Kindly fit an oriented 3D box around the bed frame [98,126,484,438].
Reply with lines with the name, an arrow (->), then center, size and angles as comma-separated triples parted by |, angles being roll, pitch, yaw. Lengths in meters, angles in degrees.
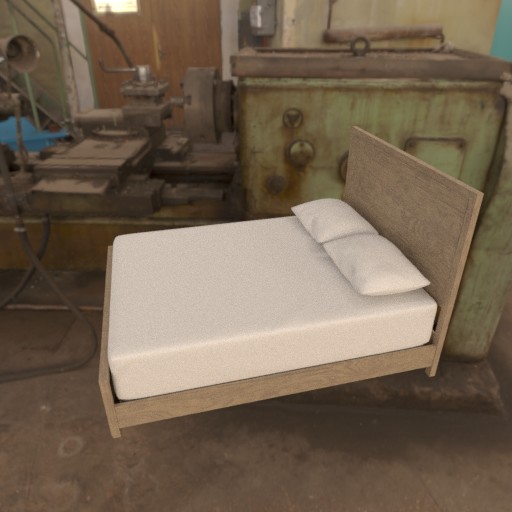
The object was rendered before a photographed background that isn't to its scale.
bed frame -> 0.000, 0.000, 3.227 | 2.189, 1.369, 1.606 | -7, 30, -12
